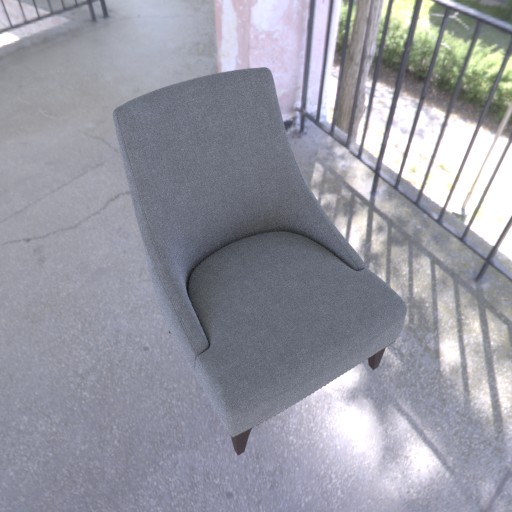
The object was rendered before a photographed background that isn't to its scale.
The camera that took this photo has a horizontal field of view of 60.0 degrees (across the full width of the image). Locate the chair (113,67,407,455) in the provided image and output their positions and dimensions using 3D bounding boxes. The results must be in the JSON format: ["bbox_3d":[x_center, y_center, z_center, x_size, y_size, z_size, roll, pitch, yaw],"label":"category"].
[{"bbox_3d":[0.000,0.000,1.507,0.701,0.909,0.861,-24,52,-21],"label":"chair"}]
